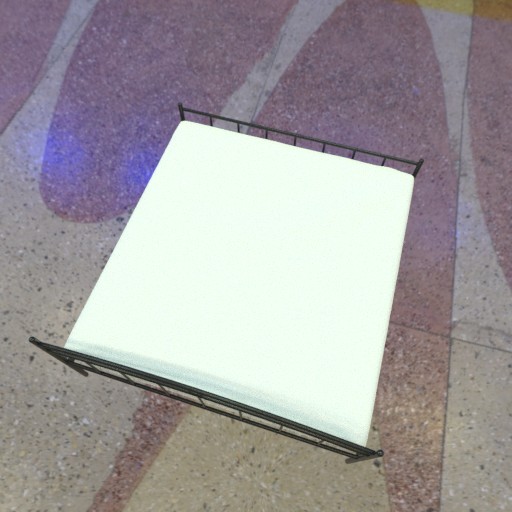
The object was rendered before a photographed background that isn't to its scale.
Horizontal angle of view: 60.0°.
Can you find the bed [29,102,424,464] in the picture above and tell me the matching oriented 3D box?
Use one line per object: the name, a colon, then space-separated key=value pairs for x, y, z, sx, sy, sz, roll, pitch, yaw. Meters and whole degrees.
bed: x=0.000 y=0.000 z=2.976 sx=1.880 sy=0.940 sz=2.040 roll=15 pitch=64 yaw=8
